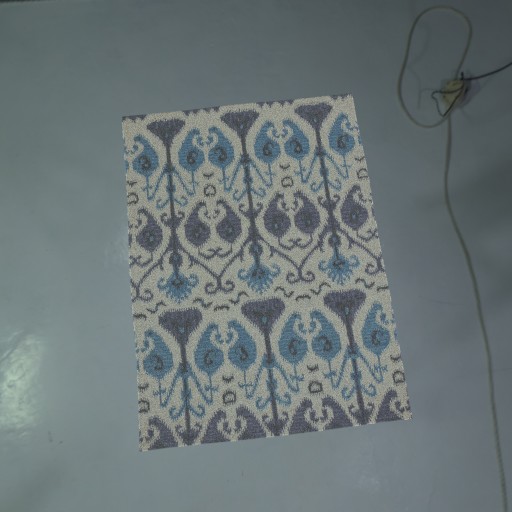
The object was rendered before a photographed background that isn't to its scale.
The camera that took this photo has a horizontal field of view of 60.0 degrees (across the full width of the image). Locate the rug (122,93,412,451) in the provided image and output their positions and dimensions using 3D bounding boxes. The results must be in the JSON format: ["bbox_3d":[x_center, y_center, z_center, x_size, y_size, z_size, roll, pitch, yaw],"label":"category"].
[{"bbox_3d":[0.000,0.000,2.945,1.676,0.013,2.261,-6,77,-1],"label":"rug"}]
